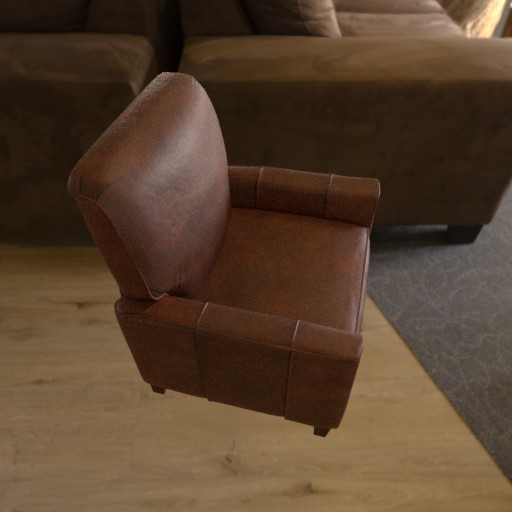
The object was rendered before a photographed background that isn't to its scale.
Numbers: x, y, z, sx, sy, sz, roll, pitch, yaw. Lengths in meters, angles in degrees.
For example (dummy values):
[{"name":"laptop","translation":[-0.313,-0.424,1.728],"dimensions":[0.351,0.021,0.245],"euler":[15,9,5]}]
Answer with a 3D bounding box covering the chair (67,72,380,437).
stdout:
[{"name":"chair","translation":[0.000,0.000,1.609],"dimensions":[0.836,1.043,0.843],"euler":[11,48,10]}]
